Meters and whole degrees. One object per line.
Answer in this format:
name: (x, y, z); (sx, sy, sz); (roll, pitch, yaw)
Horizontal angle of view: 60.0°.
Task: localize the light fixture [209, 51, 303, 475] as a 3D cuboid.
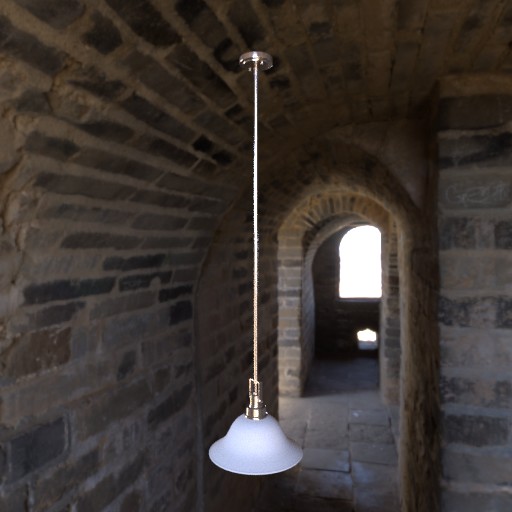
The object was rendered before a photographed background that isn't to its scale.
light fixture: (0.000, 0.000, 1.529); (0.324, 1.354, 0.324); (0, 1, -35)
